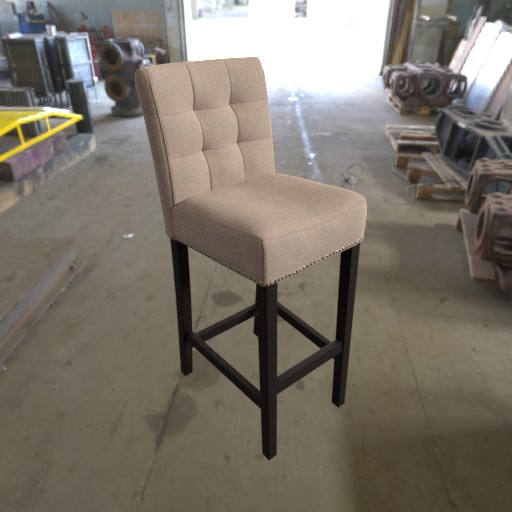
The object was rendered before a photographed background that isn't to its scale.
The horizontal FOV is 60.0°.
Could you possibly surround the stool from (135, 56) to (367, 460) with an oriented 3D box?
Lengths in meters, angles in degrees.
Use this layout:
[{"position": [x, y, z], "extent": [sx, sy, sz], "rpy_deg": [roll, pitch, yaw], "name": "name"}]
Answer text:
[{"position": [0.000, 0.000, 1.339], "extent": [0.411, 1.047, 0.548], "rpy_deg": [-23, 37, -33], "name": "stool"}]
